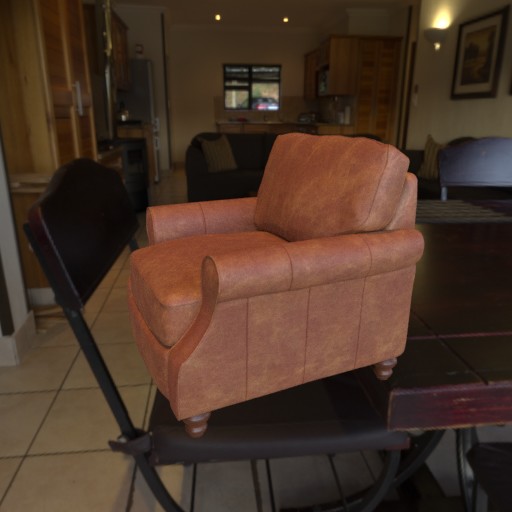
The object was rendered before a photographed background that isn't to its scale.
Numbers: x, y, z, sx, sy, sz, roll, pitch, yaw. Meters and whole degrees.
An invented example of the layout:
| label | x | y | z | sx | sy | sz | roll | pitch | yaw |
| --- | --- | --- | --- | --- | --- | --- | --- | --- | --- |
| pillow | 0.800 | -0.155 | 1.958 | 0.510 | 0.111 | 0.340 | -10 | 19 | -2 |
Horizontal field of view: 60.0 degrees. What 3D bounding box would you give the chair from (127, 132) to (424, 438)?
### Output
| label | x | y | z | sx | sy | sz | roll | pitch | yaw |
| --- | --- | --- | --- | --- | --- | --- | --- | --- | --- |
| chair | 0.000 | 0.000 | 1.827 | 0.986 | 0.962 | 0.983 | -8 | 19 | -24 |
